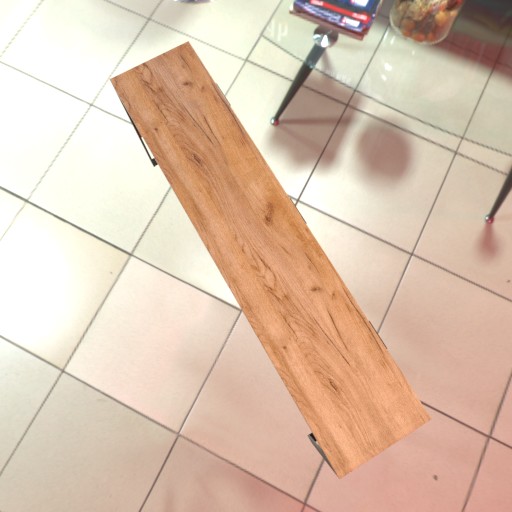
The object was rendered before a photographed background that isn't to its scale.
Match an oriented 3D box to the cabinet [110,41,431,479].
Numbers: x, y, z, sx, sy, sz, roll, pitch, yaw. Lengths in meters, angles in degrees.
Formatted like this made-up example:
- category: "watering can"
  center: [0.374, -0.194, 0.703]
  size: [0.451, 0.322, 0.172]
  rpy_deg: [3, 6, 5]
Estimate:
- category: "cabinet"
  center: [0.000, 0.000, 2.084]
  size: [0.395, 0.762, 1.800]
  rpy_deg: [-29, 77, -7]
